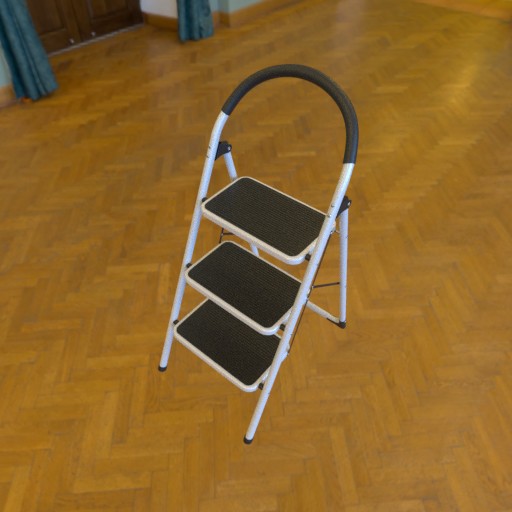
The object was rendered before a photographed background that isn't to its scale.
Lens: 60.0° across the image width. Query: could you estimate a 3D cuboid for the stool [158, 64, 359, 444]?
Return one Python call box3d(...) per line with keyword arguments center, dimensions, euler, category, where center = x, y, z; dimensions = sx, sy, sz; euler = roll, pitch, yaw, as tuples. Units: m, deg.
box3d(center=(0.000, 0.000, 1.475), dimensions=(0.485, 1.109, 0.676), euler=(30, 53, 26), category="stool")
